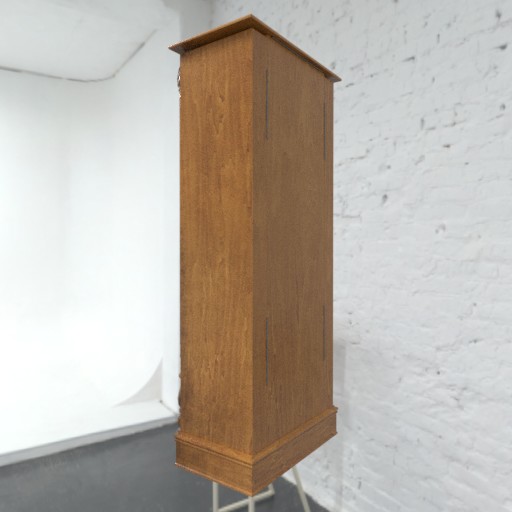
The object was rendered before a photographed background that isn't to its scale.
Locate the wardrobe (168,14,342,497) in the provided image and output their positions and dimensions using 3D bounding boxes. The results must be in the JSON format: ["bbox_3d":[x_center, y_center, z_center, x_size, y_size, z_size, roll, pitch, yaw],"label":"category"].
[{"bbox_3d":[0.000,0.000,1.113,0.273,0.959,0.406,0,1,36],"label":"wardrobe"}]
